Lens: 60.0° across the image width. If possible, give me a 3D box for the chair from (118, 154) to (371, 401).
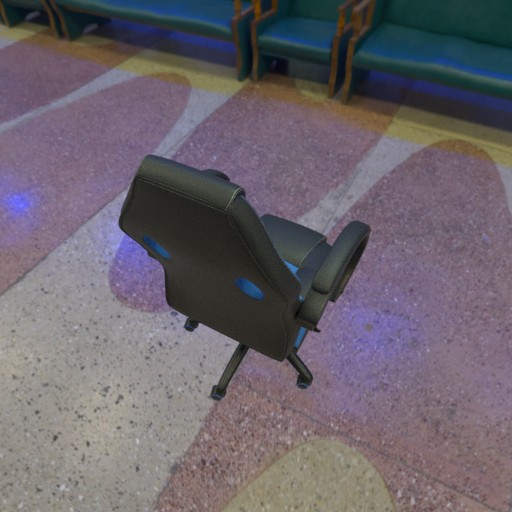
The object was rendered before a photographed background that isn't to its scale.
[{"bbox_3d":[0.000,0.000,1.615,0.673,1.187,0.724,23,52,19],"label":"chair"}]
